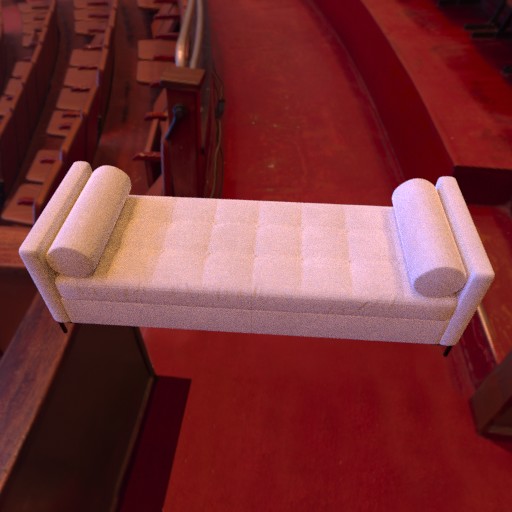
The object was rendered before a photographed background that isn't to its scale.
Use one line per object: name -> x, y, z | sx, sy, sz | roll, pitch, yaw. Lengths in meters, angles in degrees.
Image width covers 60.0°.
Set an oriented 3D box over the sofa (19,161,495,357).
sofa -> 0.000, 0.000, 2.272 | 1.981, 0.635, 0.686 | 3, 46, 3
